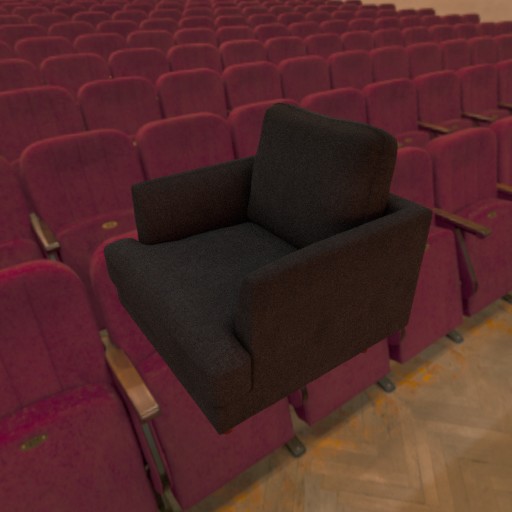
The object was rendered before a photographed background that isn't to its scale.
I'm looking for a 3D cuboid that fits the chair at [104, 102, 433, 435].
[{"bbox_3d":[0.000,0.000,1.655,0.899,0.957,0.858,-20,37,-30],"label":"chair"}]
